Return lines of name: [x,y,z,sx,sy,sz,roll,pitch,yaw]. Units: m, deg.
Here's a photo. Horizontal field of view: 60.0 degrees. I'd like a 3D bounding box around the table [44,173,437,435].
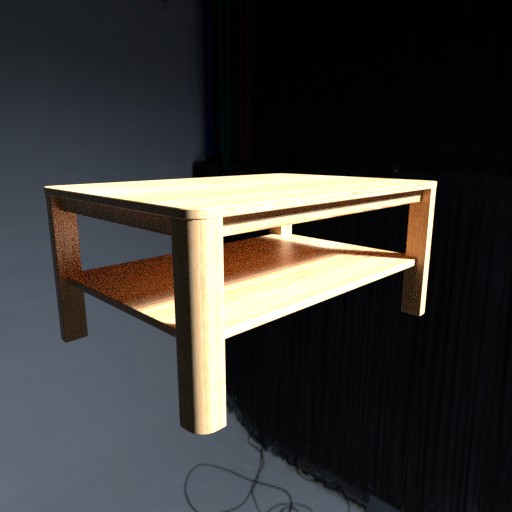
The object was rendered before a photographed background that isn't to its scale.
table: [0.000,0.000,1.378,0.997,0.445,0.696,-13,19,-43]
